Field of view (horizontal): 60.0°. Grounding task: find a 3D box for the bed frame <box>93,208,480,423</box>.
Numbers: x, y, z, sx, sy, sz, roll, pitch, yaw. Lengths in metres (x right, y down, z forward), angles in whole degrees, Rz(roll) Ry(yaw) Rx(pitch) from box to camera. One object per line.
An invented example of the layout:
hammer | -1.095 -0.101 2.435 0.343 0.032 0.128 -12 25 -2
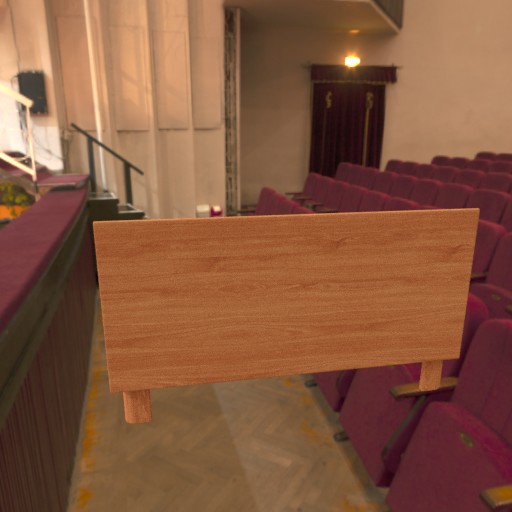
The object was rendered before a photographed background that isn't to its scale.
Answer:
bed frame | 0.000 0.000 2.962 1.660 0.940 2.092 -3 16 -10
